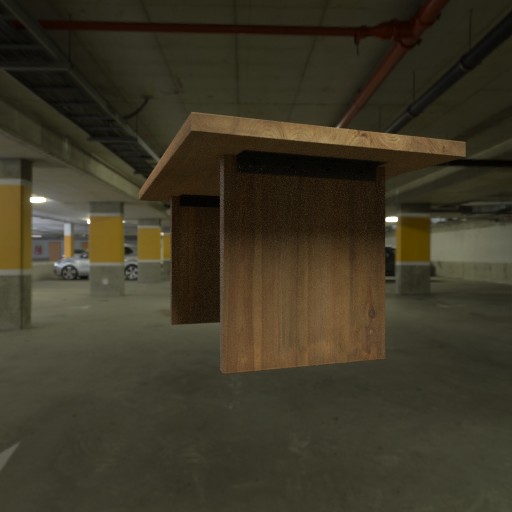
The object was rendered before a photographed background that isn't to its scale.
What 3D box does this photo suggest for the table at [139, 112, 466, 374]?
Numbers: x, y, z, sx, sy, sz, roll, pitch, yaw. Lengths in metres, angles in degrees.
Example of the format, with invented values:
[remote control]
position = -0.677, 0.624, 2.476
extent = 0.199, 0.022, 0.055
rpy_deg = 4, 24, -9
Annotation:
[table]
position = 0.000, 0.000, 2.112
extent = 0.946, 0.780, 1.609
rpy_deg = 0, 0, -20
